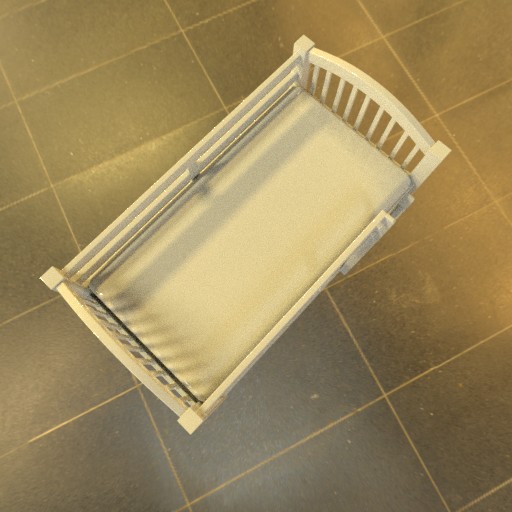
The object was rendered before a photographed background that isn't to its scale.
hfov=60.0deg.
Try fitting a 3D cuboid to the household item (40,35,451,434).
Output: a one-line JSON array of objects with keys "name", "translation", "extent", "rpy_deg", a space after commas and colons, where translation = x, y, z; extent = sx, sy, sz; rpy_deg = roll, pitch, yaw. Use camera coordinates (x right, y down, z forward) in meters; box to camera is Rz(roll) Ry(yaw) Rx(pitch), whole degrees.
[{"name": "household item", "translation": [0.000, 0.000, 3.256], "extent": [1.143, 2.032, 2.032], "rpy_deg": [42, 80, 10]}]
